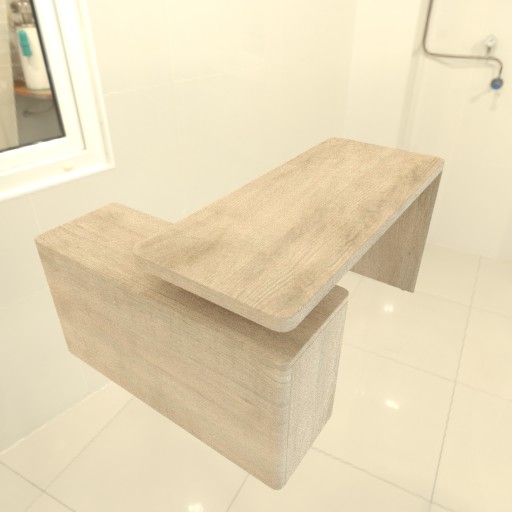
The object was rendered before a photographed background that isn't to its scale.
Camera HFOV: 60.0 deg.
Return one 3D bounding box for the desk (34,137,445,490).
[{"bbox_3d":[0.000,0.000,2.057,1.175,0.770,1.400,21,38,29],"label":"desk"}]
